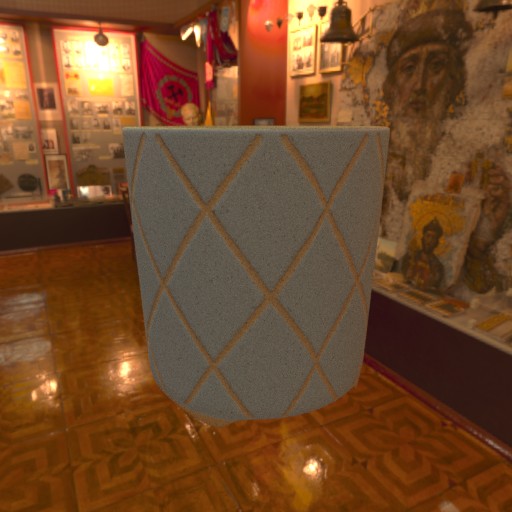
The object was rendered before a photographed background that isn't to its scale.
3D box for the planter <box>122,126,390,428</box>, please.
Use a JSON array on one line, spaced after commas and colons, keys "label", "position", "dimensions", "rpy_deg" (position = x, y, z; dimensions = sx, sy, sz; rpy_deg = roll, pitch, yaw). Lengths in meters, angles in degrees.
[{"label": "planter", "position": [0.000, 0.000, 0.356], "dimensions": [0.191, 0.200, 0.191], "rpy_deg": [0, 17, 0]}]
